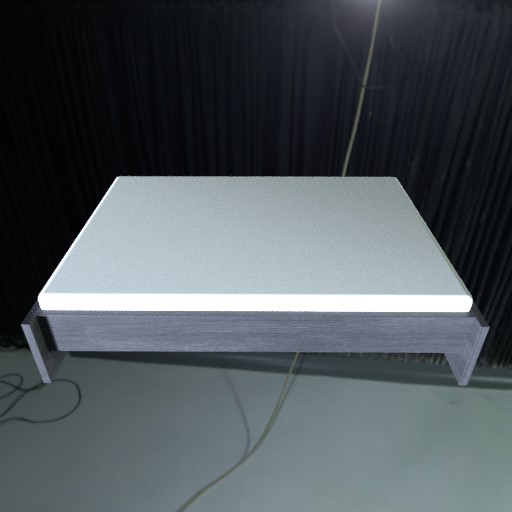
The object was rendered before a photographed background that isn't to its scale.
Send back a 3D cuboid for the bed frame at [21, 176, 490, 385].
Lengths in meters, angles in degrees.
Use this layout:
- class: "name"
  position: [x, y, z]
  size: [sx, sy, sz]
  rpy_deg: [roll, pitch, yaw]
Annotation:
- class: "bed frame"
  position: [0.000, 0.000, 2.544]
  size: [1.950, 0.432, 1.490]
  rpy_deg: [0, 34, 0]
